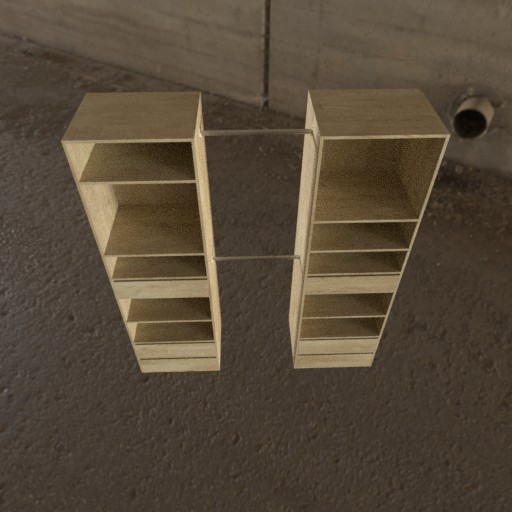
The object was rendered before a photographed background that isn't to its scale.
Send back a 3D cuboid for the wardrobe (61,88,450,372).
[{"bbox_3d":[0.000,0.000,2.889,1.770,2.000,0.480,-1,45,-1],"label":"wardrobe"}]
